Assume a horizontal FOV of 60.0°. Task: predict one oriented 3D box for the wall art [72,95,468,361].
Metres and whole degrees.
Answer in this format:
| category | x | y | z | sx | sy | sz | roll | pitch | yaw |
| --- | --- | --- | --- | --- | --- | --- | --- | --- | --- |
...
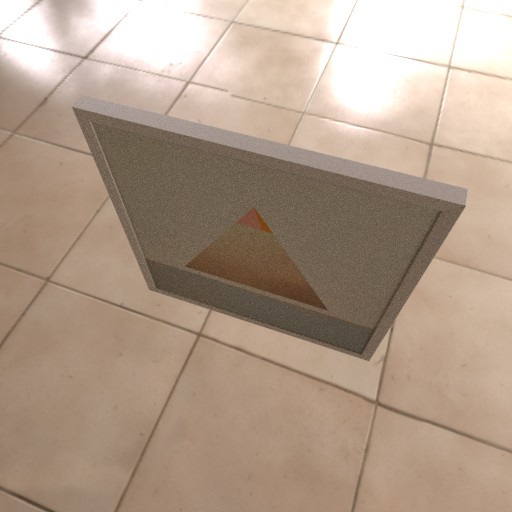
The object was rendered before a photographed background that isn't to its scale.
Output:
| category | x | y | z | sx | sy | sz | roll | pitch | yaw |
| --- | --- | --- | --- | --- | --- | --- | --- | --- | --- |
| wall art | 0.000 | 0.000 | 1.150 | 0.768 | 0.765 | 0.041 | 16 | 59 | 10 |
